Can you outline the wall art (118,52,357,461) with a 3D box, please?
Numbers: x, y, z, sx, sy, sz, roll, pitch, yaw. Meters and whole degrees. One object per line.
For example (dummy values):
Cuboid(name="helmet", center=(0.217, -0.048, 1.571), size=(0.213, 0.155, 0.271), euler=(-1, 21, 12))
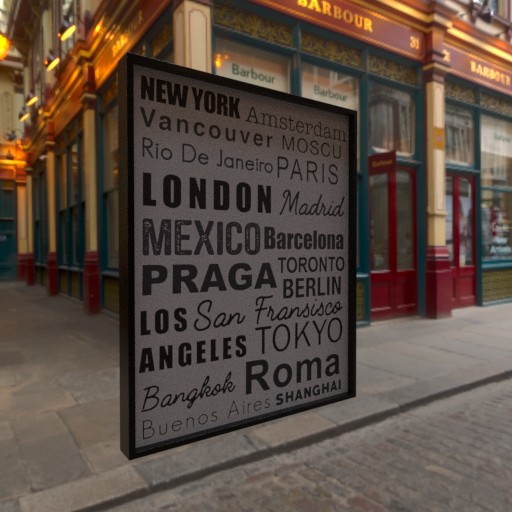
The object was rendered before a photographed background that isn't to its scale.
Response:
Cuboid(name="wall art", center=(0.000, 0.000, 0.741), size=(0.448, 0.551, 0.038), euler=(-1, 1, -35))
